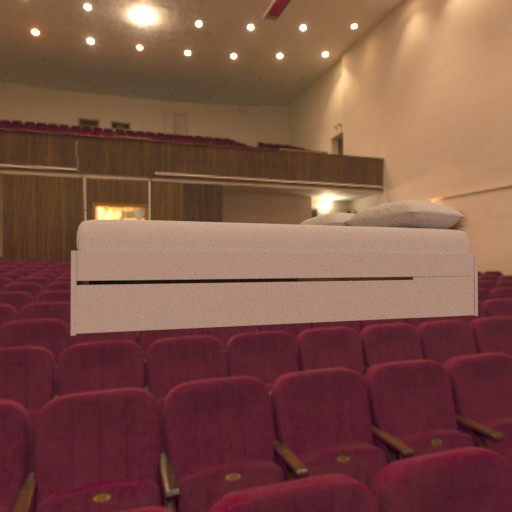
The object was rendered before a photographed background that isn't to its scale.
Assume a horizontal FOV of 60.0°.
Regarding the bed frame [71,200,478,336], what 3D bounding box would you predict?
[{"bbox_3d":[0.000,0.000,2.666,1.950,0.629,1.450,0,-1,-18],"label":"bed frame"}]
